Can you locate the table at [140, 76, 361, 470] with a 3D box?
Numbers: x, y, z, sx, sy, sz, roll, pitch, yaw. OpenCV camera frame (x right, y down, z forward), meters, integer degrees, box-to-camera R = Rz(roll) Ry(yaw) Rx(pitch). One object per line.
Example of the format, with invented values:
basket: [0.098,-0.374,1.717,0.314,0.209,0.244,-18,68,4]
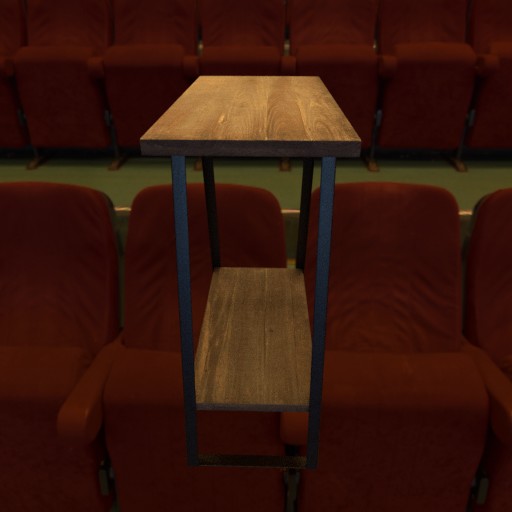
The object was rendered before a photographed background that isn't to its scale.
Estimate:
table: [0.000,0.000,1.029,0.300,0.701,0.599,1,30,1]
